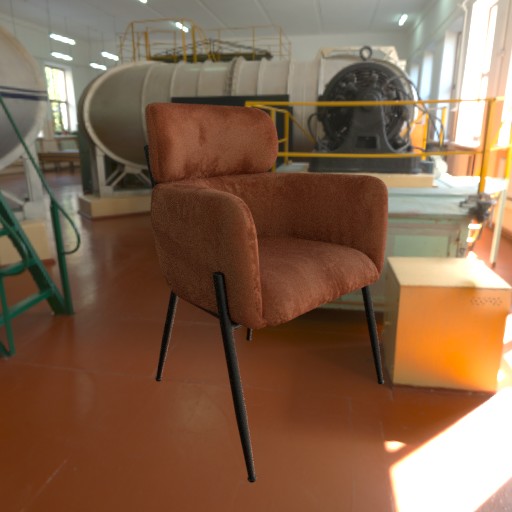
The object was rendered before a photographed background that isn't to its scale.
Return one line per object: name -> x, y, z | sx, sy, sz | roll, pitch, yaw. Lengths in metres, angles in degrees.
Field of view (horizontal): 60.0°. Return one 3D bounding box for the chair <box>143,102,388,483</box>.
chair -> 0.000, 0.000, 1.164 | 0.523, 0.772, 0.561 | 15, 22, 43
